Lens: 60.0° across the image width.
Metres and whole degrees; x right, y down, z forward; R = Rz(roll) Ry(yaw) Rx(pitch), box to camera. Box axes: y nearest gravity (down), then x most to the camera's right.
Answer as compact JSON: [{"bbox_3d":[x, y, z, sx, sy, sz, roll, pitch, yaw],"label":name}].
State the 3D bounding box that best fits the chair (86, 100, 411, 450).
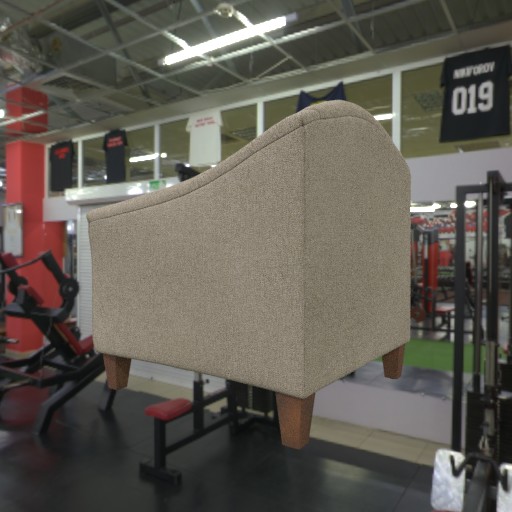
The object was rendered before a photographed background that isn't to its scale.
[{"bbox_3d":[0.000,0.000,1.448,0.787,0.839,0.763,0,1,36],"label":"chair"}]
